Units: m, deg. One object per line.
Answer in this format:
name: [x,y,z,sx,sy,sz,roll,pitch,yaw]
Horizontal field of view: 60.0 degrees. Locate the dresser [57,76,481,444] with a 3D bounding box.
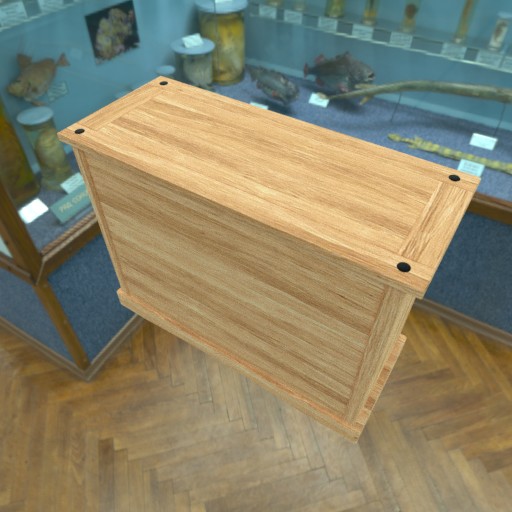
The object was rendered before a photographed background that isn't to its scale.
dresser: [0.000,0.000,1.367,0.990,0.740,0.410,25,51,22]
